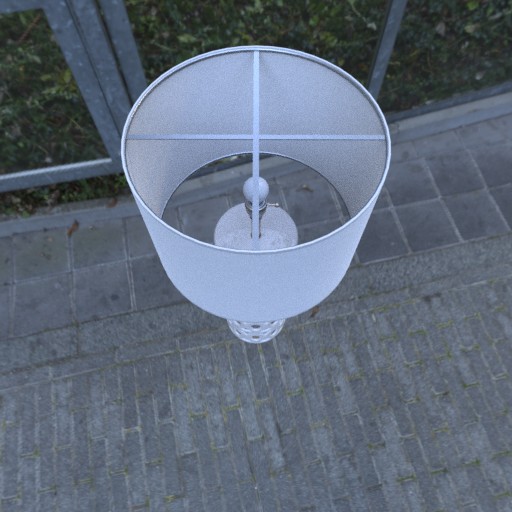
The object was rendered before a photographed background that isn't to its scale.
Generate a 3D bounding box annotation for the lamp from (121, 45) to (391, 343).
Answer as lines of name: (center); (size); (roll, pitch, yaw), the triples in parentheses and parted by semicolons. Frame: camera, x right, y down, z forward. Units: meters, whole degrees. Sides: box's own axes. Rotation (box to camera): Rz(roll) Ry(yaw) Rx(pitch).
lamp: (0.000, 0.000, 0.820); (0.324, 0.636, 0.325); (0, 62, 0)
